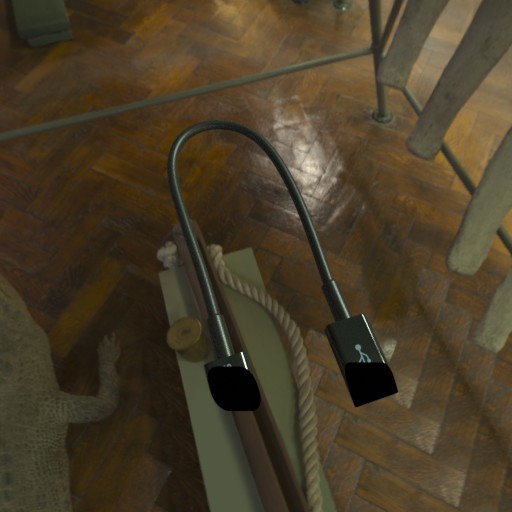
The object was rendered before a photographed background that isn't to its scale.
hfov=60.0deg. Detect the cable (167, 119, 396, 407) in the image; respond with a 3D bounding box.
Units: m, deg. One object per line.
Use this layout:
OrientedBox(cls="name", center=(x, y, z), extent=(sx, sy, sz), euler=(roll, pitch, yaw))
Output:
OrientedBox(cls="cable", center=(0.000, 0.000, 0.116), extent=(0.040, 0.006, 0.098), euler=(-16, 64, -8))
